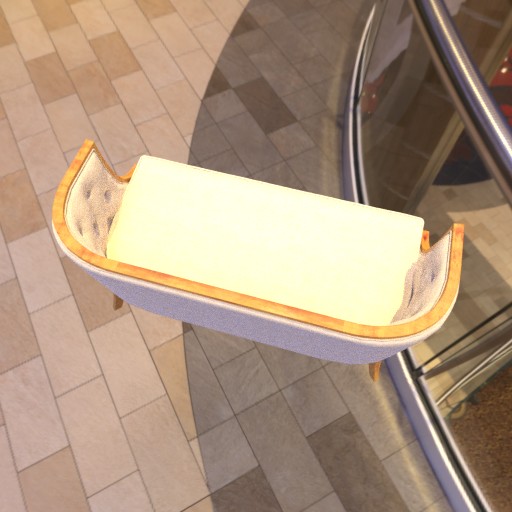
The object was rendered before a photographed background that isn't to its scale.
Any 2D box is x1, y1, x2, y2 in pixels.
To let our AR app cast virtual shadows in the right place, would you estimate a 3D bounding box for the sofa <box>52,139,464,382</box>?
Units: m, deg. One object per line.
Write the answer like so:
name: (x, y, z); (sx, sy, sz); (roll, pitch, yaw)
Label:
sofa: (0.000, 0.000, 1.927); (1.474, 0.775, 0.770); (14, 64, 7)
